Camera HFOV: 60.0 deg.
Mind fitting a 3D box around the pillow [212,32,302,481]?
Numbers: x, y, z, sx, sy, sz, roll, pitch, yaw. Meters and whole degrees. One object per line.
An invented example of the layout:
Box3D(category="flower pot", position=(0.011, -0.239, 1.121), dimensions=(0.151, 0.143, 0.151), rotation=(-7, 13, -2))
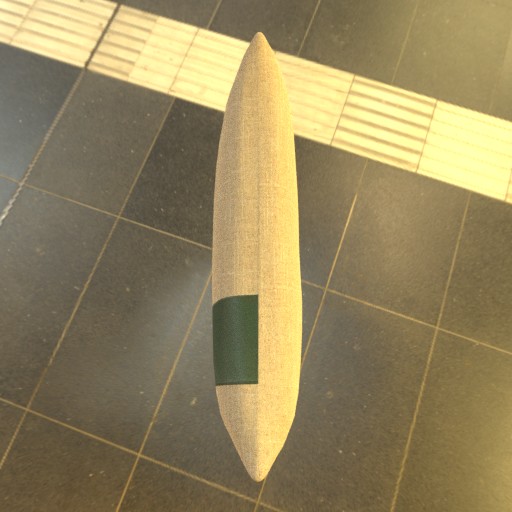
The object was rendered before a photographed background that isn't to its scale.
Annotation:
Box3D(category="pillow", position=(0.000, 0.000, 1.017), dimensions=(0.197, 0.429, 0.859), rotation=(0, 74, 0))
